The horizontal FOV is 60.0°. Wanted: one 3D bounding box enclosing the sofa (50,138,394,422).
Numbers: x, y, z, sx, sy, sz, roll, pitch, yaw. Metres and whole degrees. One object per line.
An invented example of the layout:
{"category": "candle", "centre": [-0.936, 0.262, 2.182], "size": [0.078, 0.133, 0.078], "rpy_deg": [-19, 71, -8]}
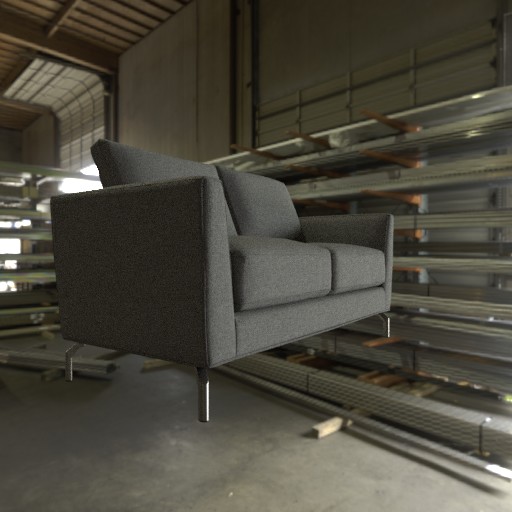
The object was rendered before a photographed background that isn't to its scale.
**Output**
{"category": "sofa", "centre": [0.000, 0.000, 2.087], "size": [0.803, 0.924, 1.594], "rpy_deg": [0, 1, 36]}
